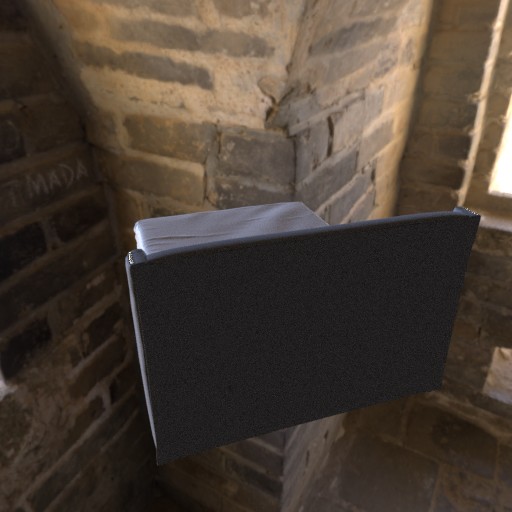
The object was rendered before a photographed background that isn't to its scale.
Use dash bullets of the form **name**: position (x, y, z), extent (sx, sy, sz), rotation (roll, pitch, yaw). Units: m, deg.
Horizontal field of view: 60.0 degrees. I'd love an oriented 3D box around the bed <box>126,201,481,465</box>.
- **bed**: position (0.000, 0.000, 3.422), extent (1.925, 1.332, 2.276), rotation (-8, 28, -16)
